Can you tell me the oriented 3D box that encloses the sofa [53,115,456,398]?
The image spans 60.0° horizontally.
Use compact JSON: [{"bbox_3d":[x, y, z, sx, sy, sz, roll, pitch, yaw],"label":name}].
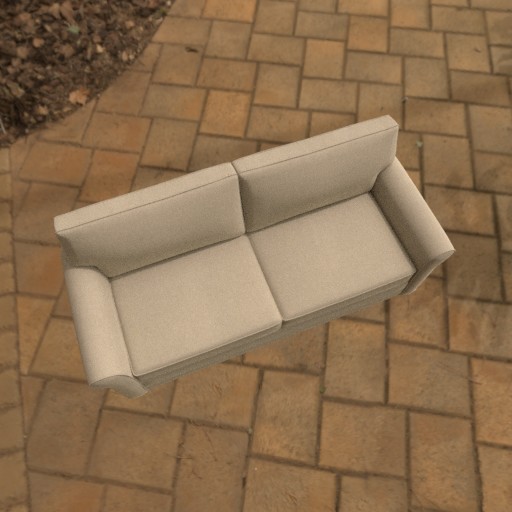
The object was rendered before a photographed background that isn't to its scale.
[{"bbox_3d":[0.000,0.000,2.662,2.146,0.962,0.901,-19,66,-9],"label":"sofa"}]
